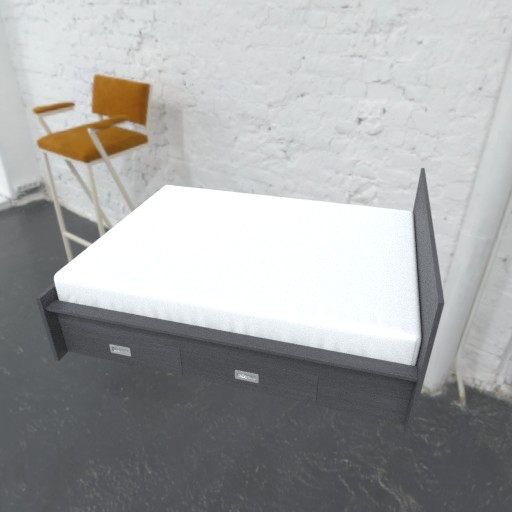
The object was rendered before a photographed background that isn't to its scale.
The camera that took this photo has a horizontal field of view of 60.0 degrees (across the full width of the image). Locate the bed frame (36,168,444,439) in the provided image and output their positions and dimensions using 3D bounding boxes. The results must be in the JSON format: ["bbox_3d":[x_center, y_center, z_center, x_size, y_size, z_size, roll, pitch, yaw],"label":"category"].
[{"bbox_3d":[0.000,0.000,2.810,1.960,0.800,1.622,8,31,13],"label":"bed frame"}]
